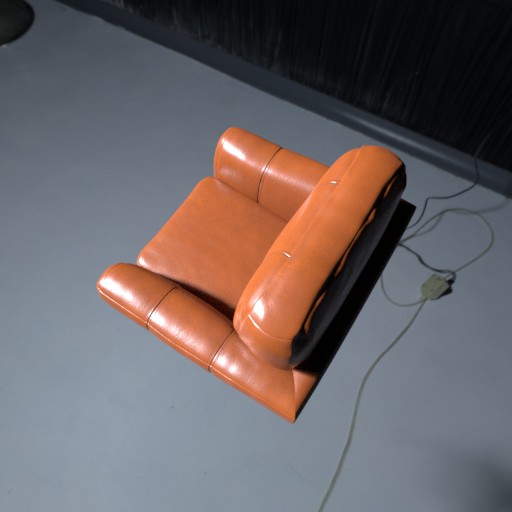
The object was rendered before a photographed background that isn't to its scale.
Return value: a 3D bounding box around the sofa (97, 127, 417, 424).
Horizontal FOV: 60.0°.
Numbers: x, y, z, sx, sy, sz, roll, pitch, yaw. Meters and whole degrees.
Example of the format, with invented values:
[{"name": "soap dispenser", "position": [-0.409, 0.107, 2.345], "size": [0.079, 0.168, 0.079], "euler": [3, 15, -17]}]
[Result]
[{"name": "sofa", "position": [0.000, 0.000, 1.539], "size": [0.789, 0.876, 0.836], "euler": [30, 68, 13]}]
